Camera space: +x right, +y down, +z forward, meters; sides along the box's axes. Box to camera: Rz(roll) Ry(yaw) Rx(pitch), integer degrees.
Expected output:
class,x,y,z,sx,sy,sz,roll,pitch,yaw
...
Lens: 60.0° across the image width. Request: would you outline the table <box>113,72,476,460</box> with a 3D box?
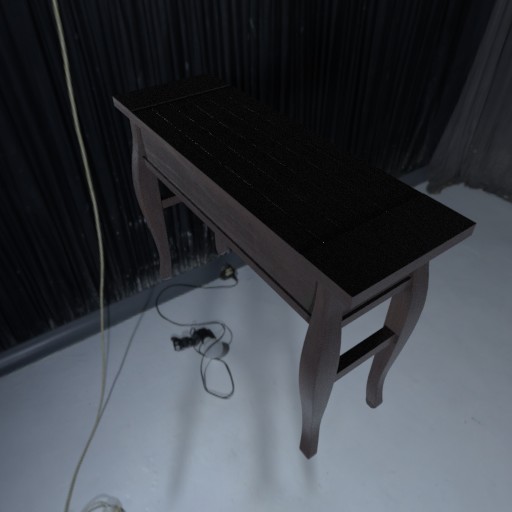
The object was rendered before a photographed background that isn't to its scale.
class,x,y,z,sx,sy,sz,roll,pitch,yaw
table,0.000,0.000,1.411,0.373,0.768,1.062,-26,48,-26
